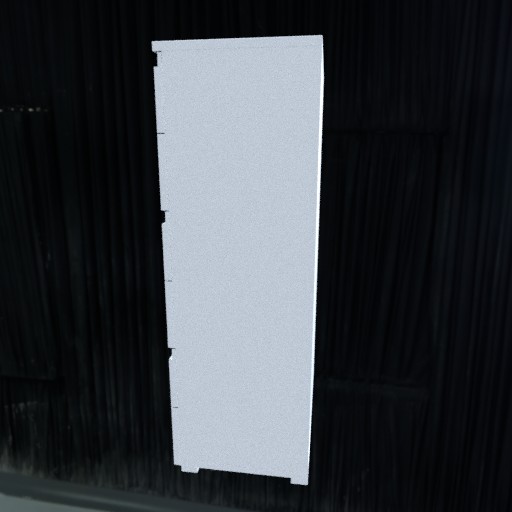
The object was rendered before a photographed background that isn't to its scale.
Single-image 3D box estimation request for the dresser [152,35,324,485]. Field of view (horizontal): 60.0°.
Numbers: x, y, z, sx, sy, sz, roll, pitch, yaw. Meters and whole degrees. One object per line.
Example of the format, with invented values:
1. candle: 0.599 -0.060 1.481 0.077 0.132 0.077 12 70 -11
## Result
1. dresser: 0.000 0.000 1.475 0.400 1.190 0.650 2 14 8
